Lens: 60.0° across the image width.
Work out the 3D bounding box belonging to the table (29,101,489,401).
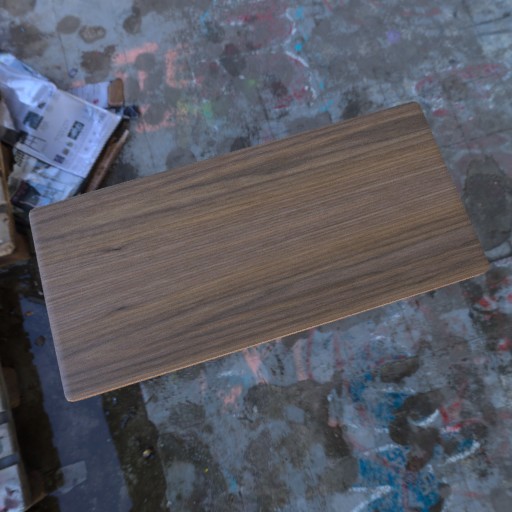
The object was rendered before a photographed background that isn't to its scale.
[{"bbox_3d":[0.000,0.000,1.656,1.375,0.468,0.637,-17,77,-4],"label":"table"}]
